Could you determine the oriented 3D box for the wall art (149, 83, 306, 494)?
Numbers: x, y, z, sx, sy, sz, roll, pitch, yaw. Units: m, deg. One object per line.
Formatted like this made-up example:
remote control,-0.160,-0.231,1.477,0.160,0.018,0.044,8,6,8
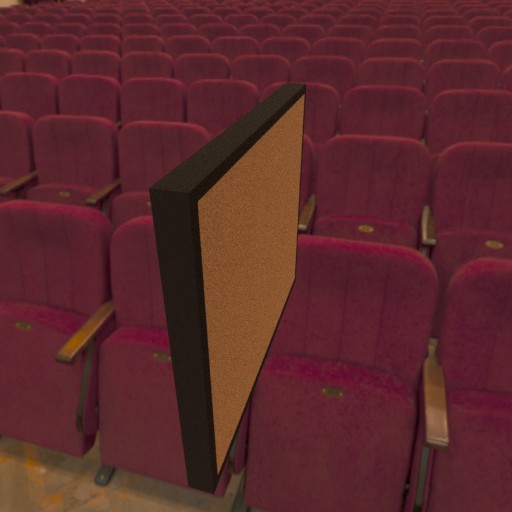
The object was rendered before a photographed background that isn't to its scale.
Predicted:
wall art,0.000,0.000,0.528,0.028,0.325,0.397,9,32,14
